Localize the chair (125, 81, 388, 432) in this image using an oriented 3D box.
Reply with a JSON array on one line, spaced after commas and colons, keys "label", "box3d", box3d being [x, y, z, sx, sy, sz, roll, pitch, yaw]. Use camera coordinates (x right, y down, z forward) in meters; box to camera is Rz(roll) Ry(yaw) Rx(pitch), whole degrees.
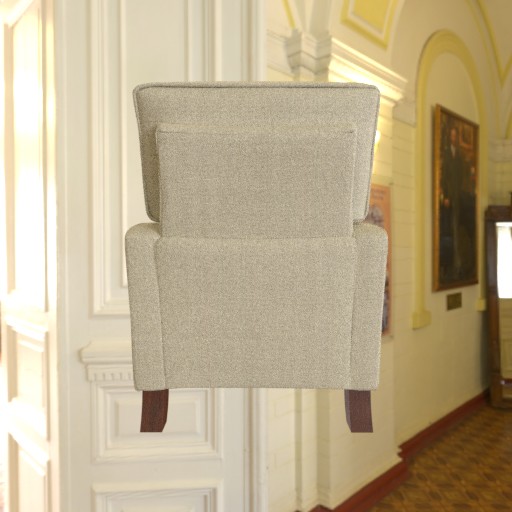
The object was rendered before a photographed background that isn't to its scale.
[{"label": "chair", "box3d": [0.000, 0.000, 1.390, 0.648, 0.888, 0.754, 0, 1, 0]}]
